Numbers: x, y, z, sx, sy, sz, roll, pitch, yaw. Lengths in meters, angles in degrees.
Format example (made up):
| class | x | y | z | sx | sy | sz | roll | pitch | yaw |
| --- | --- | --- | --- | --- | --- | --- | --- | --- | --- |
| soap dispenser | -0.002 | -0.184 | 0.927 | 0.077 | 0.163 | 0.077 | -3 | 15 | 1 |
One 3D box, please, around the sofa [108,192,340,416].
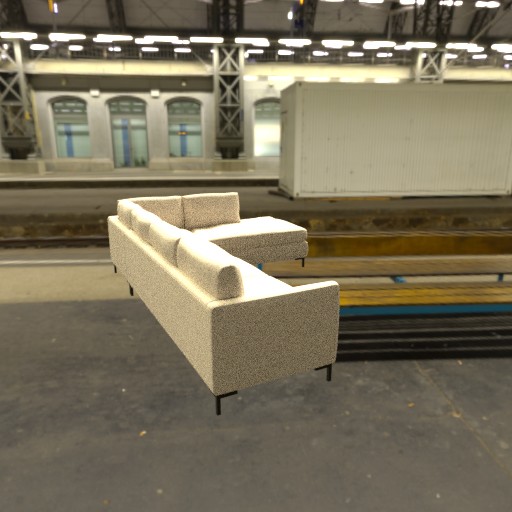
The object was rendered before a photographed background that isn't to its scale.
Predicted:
| class | x | y | z | sx | sy | sz | roll | pitch | yaw |
| --- | --- | --- | --- | --- | --- | --- | --- | --- | --- |
| sofa | 0.000 | 0.000 | 3.894 | 2.007 | 0.815 | 2.949 | -8 | 17 | -26 |
